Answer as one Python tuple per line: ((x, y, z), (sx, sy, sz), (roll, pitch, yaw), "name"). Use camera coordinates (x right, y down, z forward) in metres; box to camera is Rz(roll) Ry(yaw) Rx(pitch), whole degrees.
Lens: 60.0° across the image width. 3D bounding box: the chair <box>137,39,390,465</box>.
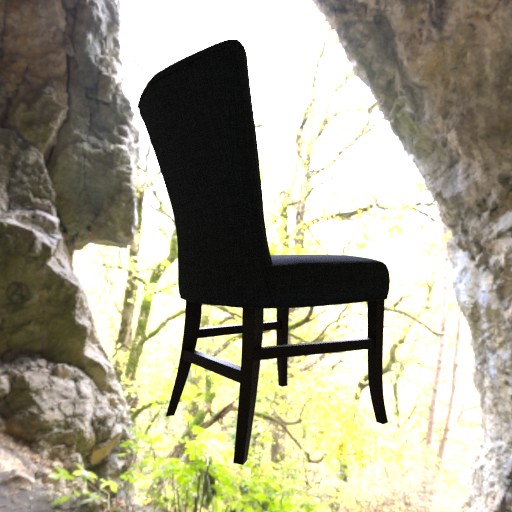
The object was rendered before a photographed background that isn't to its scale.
((0.000, 0.000, 1.336), (0.660, 0.991, 0.520), (0, 0, -36), "chair")
